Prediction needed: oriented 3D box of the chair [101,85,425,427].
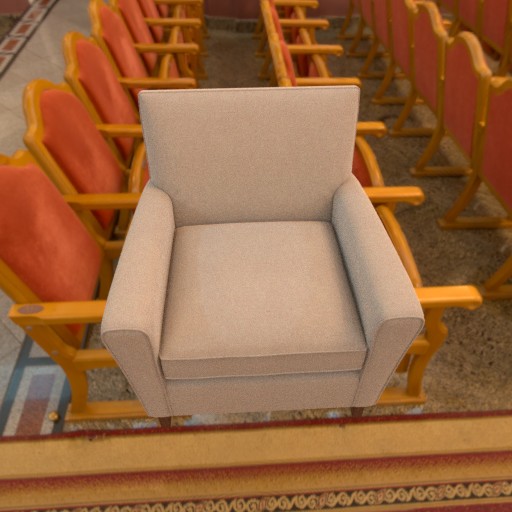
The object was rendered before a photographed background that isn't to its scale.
[{"bbox_3d":[0.000,0.000,1.545,0.840,0.846,0.871,-2,45,-2],"label":"chair"}]
